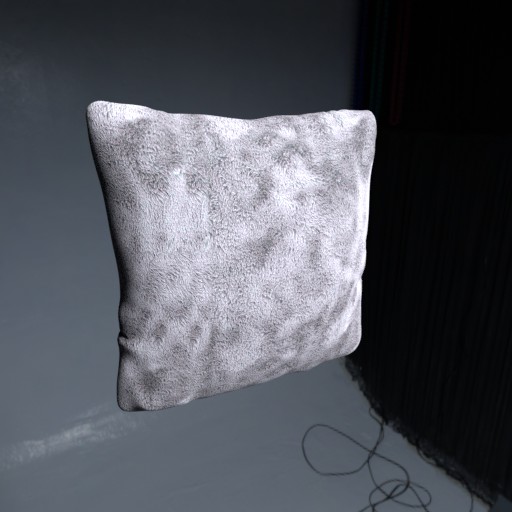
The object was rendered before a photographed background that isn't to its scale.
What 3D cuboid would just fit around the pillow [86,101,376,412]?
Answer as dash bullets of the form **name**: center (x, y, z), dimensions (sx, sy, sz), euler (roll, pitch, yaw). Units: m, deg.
- **pillow**: center (0.000, 0.000, 0.794), dimensions (0.522, 0.520, 0.204), euler (-9, 20, -26)
